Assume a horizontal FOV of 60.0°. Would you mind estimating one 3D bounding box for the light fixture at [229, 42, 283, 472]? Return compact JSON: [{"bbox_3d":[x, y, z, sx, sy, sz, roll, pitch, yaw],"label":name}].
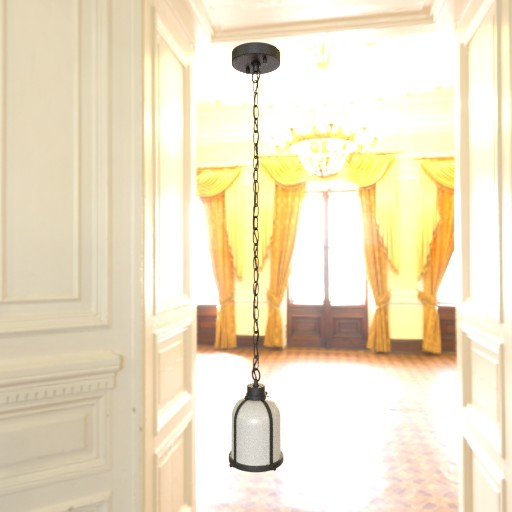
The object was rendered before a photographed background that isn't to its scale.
[{"bbox_3d":[0.000,0.000,1.291,0.178,1.181,0.178,0,-1,-36],"label":"light fixture"}]
